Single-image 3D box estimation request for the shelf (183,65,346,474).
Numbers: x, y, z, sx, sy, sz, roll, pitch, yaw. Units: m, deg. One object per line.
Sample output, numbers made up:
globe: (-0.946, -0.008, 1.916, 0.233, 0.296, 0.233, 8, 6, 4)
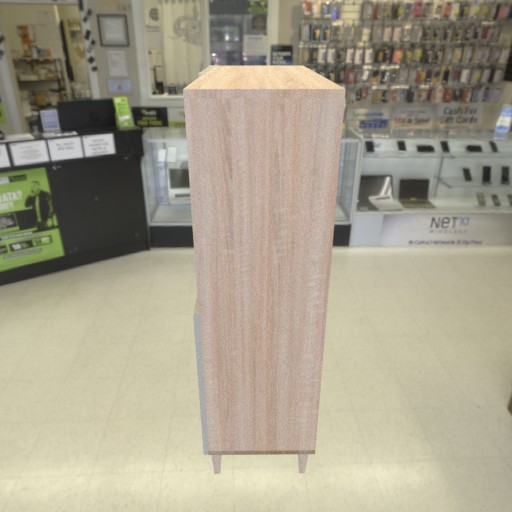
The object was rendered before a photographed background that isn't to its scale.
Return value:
shelf: (0.000, 0.000, 1.841, 0.434, 1.405, 0.995, 0, 26, 0)
